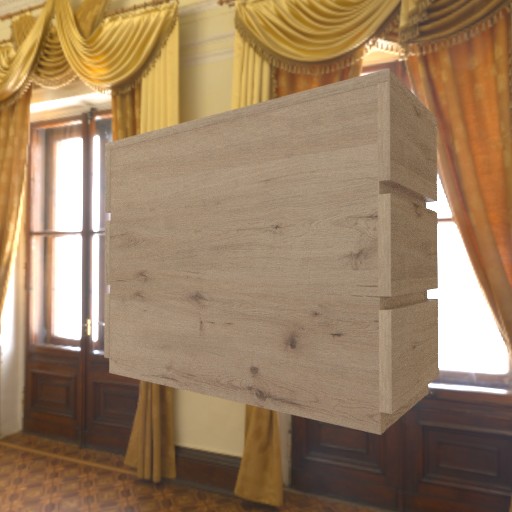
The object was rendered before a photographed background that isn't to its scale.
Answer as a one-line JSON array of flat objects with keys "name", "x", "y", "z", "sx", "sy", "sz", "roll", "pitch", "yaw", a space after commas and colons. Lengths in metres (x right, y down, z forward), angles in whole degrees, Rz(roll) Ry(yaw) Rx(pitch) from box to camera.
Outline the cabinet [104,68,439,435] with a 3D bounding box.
[{"name": "cabinet", "x": 0.000, "y": 0.000, "z": 1.457, "sx": 1.040, "sy": 0.820, "sz": 0.420, "roll": -1, "pitch": -2, "yaw": 36}]
